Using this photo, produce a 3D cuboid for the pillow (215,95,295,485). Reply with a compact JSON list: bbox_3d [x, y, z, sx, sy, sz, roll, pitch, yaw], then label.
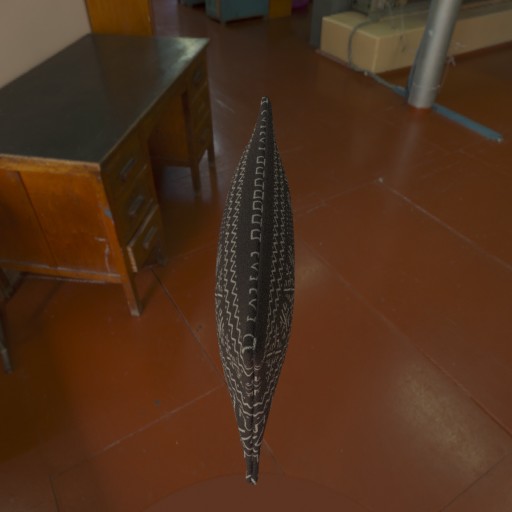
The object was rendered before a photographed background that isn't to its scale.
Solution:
[{"bbox_3d":[0.000,0.000,0.795,0.135,0.322,0.667,2,42,2],"label":"pillow"}]
